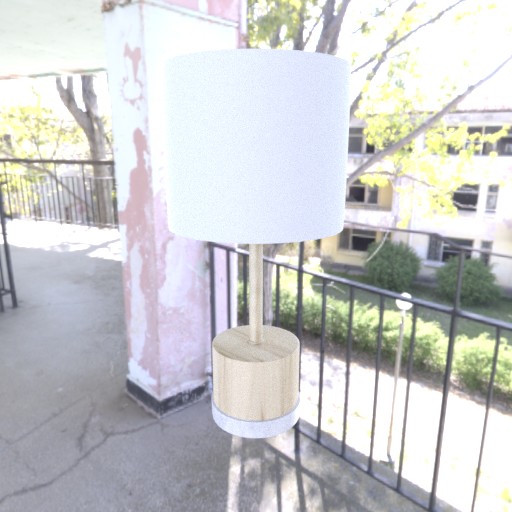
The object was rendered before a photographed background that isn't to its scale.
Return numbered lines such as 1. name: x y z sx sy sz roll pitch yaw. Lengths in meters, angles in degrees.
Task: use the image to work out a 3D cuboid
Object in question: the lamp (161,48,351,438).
1. lamp: 0.000 0.000 0.595 0.229 0.470 0.229 -13 19 -43
